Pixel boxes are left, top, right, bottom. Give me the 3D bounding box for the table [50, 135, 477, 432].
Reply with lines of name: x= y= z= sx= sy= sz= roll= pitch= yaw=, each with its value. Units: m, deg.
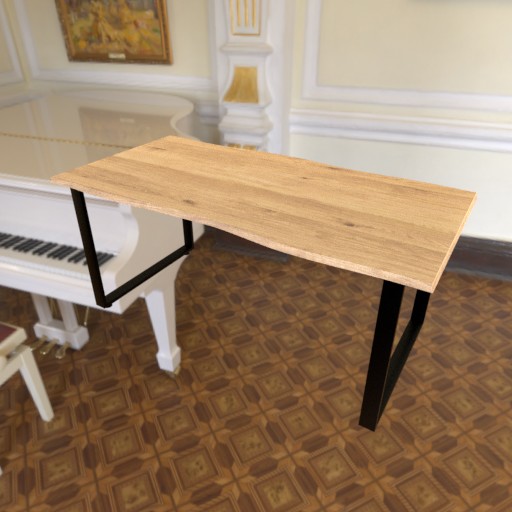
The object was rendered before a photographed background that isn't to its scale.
table: x=0.000 y=0.000 z=2.262 sx=1.800 sy=0.780 sz=0.900 roll=17 pitch=35 yaw=27
